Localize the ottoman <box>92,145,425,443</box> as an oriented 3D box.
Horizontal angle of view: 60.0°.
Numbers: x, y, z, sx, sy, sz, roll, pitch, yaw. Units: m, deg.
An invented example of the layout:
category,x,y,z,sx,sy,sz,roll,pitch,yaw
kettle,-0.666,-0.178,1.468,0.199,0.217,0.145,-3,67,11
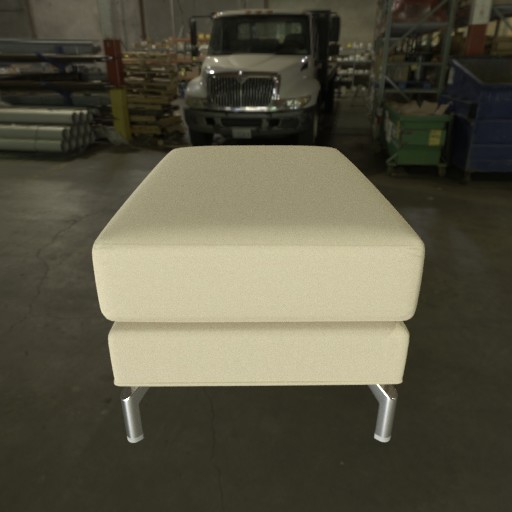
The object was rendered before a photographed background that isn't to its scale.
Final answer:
category,x,y,z,sx,sy,sz,roll,pitch,yaw
ottoman,0.000,0.000,1.197,0.581,0.497,0.835,0,25,-1
